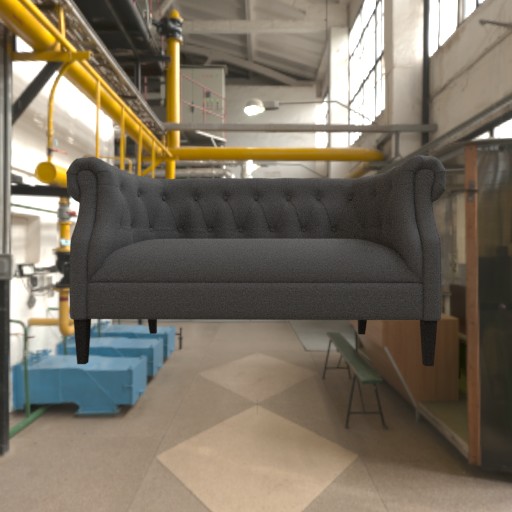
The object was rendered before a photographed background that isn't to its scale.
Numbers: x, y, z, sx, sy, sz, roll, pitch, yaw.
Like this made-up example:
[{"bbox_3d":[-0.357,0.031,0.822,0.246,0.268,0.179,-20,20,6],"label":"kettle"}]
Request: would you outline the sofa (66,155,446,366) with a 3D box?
[{"bbox_3d":[0.000,0.000,2.078,1.558,0.827,0.835,0,1,1],"label":"sofa"}]
